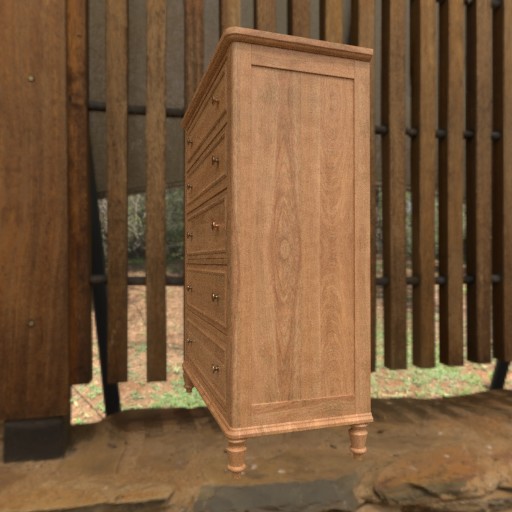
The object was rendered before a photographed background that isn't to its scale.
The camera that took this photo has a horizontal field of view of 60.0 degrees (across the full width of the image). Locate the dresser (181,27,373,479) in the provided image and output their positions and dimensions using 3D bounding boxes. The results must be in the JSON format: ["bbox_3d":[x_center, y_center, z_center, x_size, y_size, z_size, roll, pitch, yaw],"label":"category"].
[{"bbox_3d":[0.000,0.000,1.805,0.484,1.318,0.973,0,-1,-18],"label":"dresser"}]
